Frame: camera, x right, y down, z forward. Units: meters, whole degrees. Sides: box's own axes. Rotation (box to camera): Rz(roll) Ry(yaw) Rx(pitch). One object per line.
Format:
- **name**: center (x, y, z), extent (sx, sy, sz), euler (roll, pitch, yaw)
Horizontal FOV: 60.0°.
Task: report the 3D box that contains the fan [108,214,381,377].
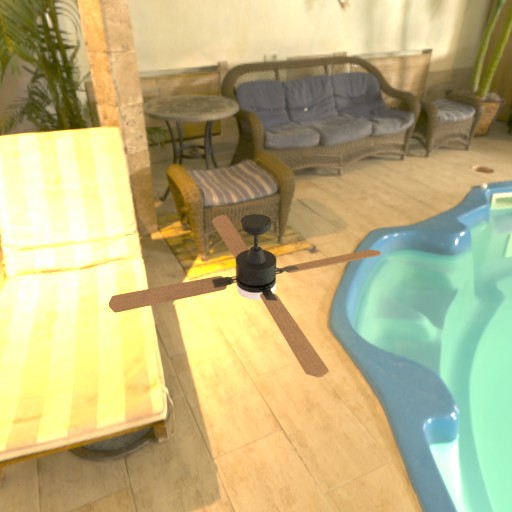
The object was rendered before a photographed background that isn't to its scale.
- **fan**: center (0.000, 0.000, 2.001), extent (1.320, 0.355, 1.320), euler (-10, 33, -17)
